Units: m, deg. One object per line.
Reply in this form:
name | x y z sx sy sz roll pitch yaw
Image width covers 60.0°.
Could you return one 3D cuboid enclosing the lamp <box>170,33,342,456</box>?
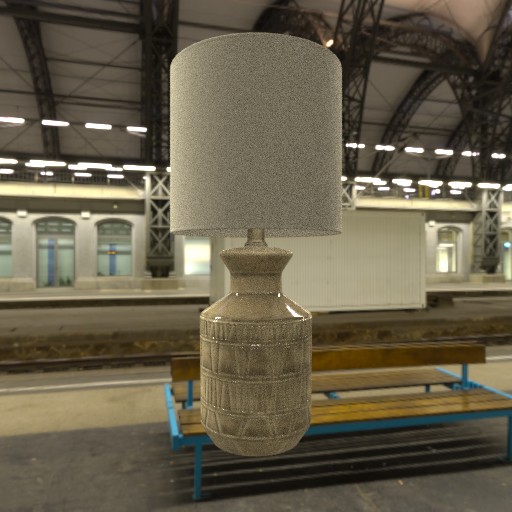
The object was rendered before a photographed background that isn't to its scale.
lamp | 0.000 0.000 0.556 0.211 0.455 0.211 0 0 -36
